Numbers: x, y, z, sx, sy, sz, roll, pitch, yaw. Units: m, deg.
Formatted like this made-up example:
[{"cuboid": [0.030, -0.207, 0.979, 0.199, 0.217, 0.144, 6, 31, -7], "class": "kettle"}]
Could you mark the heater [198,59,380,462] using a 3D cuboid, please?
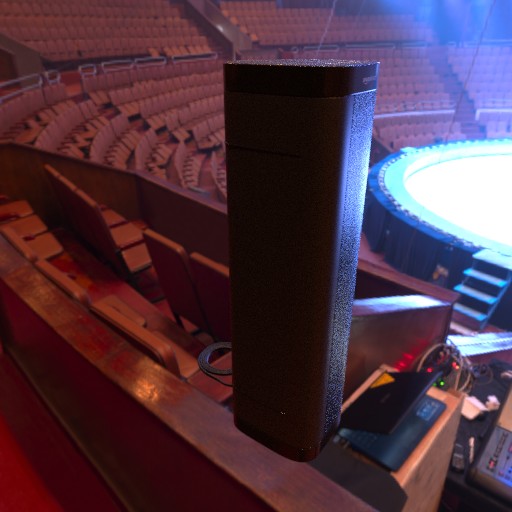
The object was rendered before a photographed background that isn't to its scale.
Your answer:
[{"cuboid": [0.000, 0.000, 0.680, 0.312, 0.552, 0.174, 17, 31, 32], "class": "heater"}]
